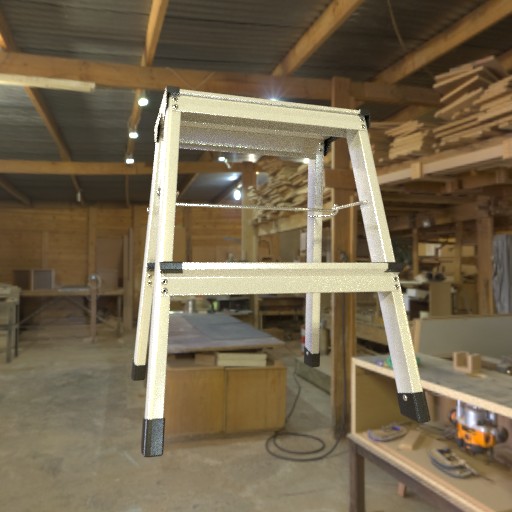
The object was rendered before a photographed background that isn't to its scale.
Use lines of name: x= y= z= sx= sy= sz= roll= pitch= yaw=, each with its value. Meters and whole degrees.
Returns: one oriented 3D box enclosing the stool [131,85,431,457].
stool: x=0.000 y=0.000 z=0.771 sx=0.404 sy=0.480 sz=0.405 roll=0 pitch=-1 yaw=-17
